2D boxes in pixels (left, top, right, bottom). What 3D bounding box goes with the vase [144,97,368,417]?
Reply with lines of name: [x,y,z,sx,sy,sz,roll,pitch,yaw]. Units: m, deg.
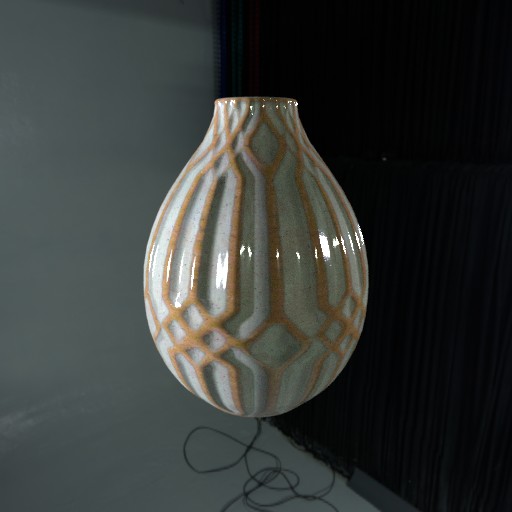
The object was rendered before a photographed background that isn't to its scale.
vase: [0.000,0.000,0.262,0.131,0.175,0.131,0,16,0]
